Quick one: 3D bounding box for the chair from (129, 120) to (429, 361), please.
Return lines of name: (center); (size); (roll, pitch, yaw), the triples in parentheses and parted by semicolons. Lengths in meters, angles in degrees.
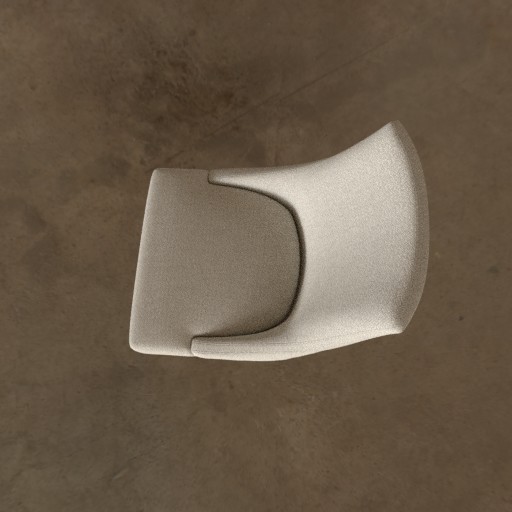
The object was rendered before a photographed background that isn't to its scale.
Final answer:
chair: (0.000, 0.000, 1.522); (0.861, 0.909, 0.701); (4, 75, 1)
